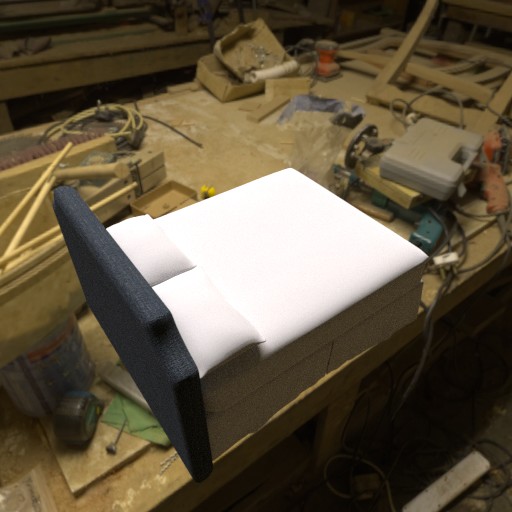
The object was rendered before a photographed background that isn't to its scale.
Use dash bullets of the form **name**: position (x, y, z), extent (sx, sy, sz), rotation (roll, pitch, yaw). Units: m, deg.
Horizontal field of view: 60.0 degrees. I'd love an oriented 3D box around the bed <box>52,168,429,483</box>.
- **bed**: position (0.000, 0.000, 3.285), extent (2.208, 1.297, 1.828), rotation (-26, 47, -26)
